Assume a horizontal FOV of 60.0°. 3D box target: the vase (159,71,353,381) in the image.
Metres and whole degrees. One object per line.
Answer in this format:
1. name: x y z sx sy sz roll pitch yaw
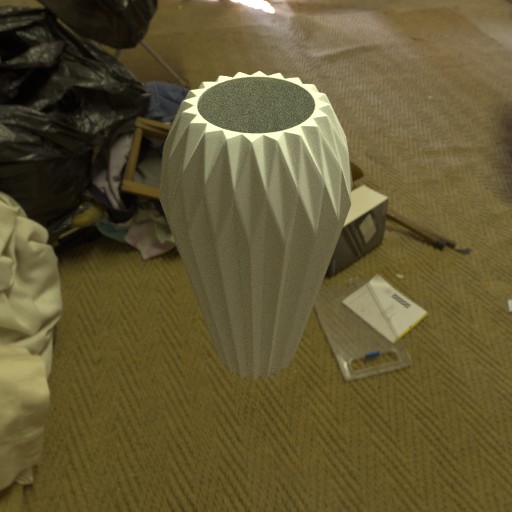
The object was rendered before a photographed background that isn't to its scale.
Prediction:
1. vase: 0.000 0.000 0.358 0.133 0.263 0.133 0 46 0
